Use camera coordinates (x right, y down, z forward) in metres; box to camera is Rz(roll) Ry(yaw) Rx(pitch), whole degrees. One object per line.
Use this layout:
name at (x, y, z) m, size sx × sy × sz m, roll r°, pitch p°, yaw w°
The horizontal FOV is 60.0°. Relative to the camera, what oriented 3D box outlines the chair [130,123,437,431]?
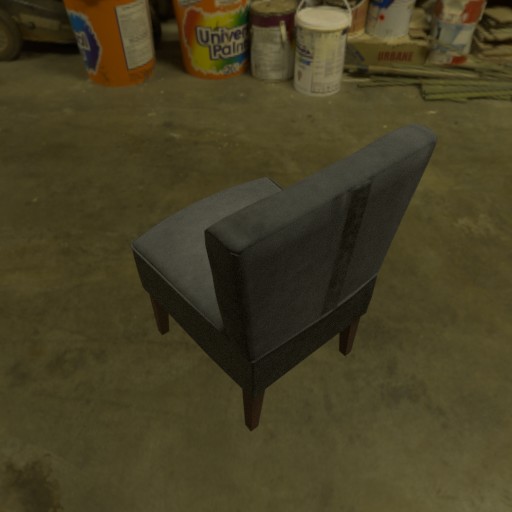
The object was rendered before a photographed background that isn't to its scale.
chair at (0.000, 0.000, 1.190) m, size 0.521 × 0.806 × 0.554 m, roll -30°, pitch 53°, yaw -26°
